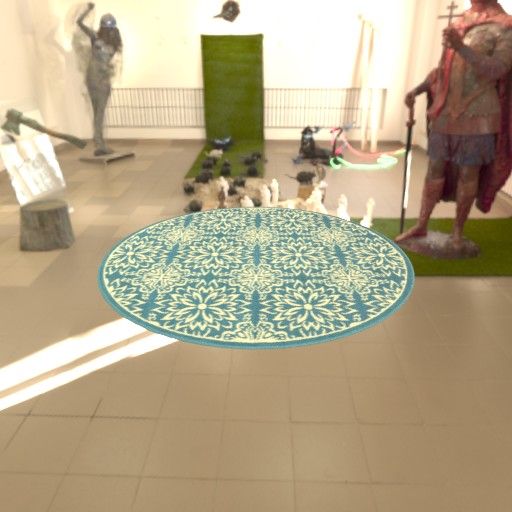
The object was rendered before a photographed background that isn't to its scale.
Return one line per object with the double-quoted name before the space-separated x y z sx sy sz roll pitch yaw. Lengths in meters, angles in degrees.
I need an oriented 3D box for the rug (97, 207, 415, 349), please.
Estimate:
"rug" 0.000 0.000 2.338 1.593 0.012 1.593 0 25 0
